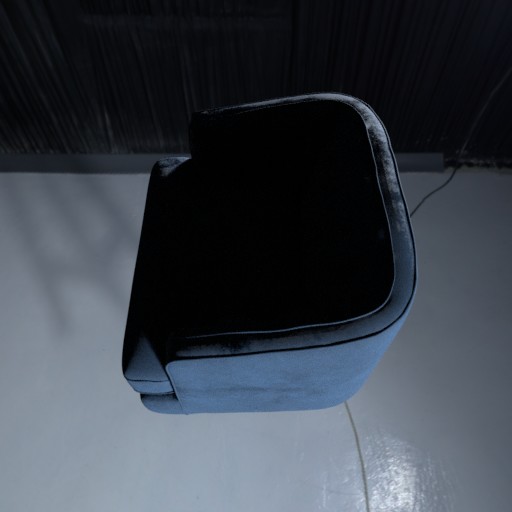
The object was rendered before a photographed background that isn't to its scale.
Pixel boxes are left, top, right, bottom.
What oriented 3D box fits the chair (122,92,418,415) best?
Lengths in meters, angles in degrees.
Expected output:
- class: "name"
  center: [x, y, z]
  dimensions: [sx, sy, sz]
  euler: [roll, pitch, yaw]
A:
- class: "chair"
  center: [0.000, 0.000, 1.756]
  dimensions: [0.940, 0.852, 1.094]
  euler: [-1, 57, 0]
